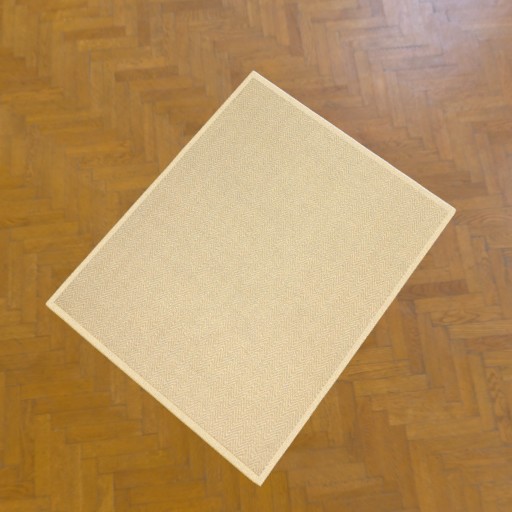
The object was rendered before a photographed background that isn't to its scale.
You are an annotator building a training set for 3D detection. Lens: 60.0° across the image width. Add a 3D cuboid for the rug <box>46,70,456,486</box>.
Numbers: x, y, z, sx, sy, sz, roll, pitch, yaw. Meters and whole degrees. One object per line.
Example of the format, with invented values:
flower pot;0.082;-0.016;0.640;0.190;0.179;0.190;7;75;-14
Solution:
rug;0.000;0.000;4.041;2.423;0.019;3.009;37;79;8
